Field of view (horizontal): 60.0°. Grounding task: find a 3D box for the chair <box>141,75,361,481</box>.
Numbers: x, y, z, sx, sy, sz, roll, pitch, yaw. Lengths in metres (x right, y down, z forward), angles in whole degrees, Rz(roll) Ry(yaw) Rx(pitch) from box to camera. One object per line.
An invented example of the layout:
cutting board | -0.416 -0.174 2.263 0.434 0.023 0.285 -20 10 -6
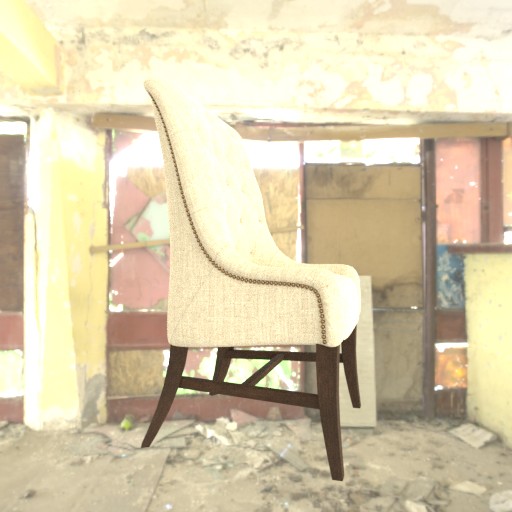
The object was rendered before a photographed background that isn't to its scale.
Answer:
chair | 0.000 0.000 1.438 0.629 1.091 0.634 0 0 18
